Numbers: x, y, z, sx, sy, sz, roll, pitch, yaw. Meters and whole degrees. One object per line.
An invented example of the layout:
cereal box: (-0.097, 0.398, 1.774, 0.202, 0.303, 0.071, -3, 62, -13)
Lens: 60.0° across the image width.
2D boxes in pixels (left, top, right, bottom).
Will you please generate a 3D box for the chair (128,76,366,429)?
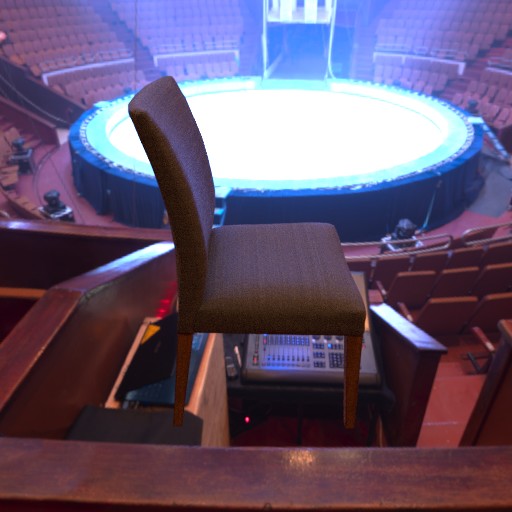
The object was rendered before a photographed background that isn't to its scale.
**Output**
chair: (0.000, 0.000, 1.310, 0.585, 0.940, 0.496, -1, 31, -1)
